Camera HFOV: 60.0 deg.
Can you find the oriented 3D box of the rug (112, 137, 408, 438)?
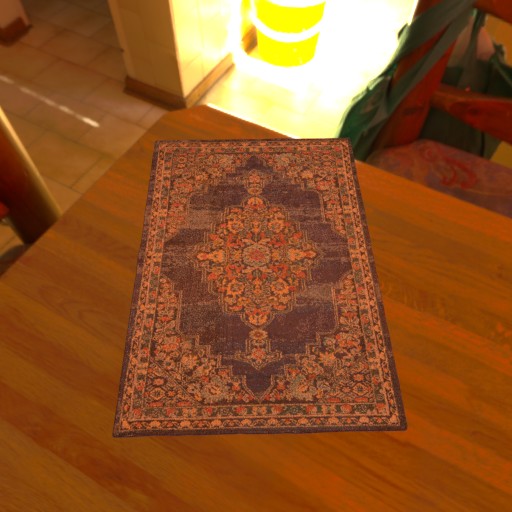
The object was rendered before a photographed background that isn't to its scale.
[{"bbox_3d":[0.000,0.000,3.857,2.053,0.011,2.940,-1,57,-1],"label":"rug"}]
